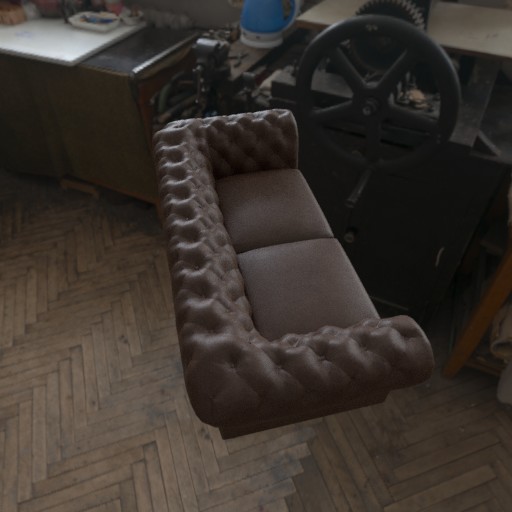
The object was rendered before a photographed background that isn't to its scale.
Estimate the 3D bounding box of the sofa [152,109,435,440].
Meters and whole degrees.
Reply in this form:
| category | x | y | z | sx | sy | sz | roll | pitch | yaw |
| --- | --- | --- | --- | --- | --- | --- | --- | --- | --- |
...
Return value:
| category | x | y | z | sx | sy | sz | roll | pitch | yaw |
| --- | --- | --- | --- | --- | --- | --- | --- | --- | --- |
| sofa | 0.000 | 0.000 | 2.486 | 0.955 | 0.784 | 2.048 | -10 | 46 | -9 |
